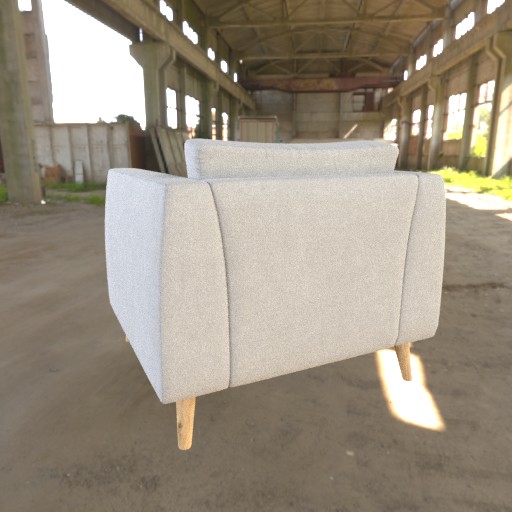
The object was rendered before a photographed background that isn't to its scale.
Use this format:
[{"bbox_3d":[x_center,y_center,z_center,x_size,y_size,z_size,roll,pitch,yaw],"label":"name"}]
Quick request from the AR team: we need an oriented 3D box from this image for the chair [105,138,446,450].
[{"bbox_3d":[0.000,0.000,1.709,1.000,0.860,0.930,-7,15,-26],"label":"chair"}]
